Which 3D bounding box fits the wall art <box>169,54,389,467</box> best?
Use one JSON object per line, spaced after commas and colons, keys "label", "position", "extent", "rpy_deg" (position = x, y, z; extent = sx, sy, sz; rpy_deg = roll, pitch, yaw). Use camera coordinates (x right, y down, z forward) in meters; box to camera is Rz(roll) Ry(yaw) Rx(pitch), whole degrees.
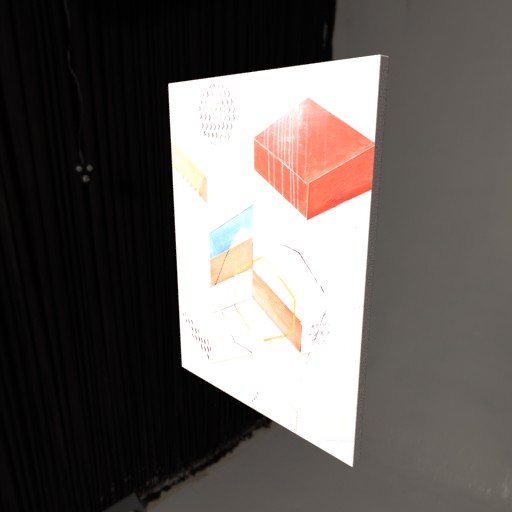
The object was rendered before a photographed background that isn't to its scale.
{"label": "wall art", "position": [0.000, 0.000, 1.586], "extent": [0.914, 1.221, 0.046], "rpy_deg": [15, 21, 43]}
